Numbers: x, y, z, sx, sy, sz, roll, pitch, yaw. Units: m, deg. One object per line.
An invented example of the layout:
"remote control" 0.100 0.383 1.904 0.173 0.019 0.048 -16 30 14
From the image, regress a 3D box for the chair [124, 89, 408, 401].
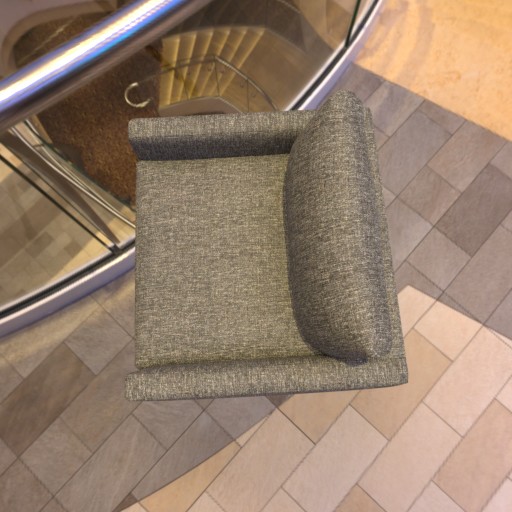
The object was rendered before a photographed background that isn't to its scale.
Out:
"chair" 0.000 0.000 1.603 0.866 0.861 0.963 -3 76 -1
